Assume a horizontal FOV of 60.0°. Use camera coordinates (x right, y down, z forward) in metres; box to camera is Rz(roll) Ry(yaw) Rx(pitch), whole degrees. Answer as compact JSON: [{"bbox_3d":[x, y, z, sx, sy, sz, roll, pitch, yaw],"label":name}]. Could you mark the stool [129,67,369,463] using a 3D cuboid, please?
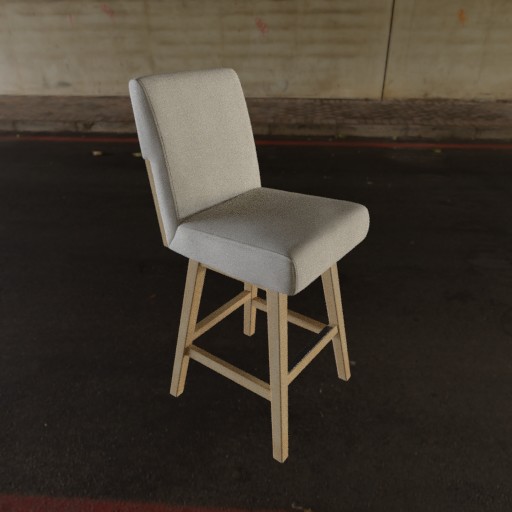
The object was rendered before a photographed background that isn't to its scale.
[{"bbox_3d":[0.000,0.000,1.341,0.543,1.015,0.446,19,33,32],"label":"stool"}]
